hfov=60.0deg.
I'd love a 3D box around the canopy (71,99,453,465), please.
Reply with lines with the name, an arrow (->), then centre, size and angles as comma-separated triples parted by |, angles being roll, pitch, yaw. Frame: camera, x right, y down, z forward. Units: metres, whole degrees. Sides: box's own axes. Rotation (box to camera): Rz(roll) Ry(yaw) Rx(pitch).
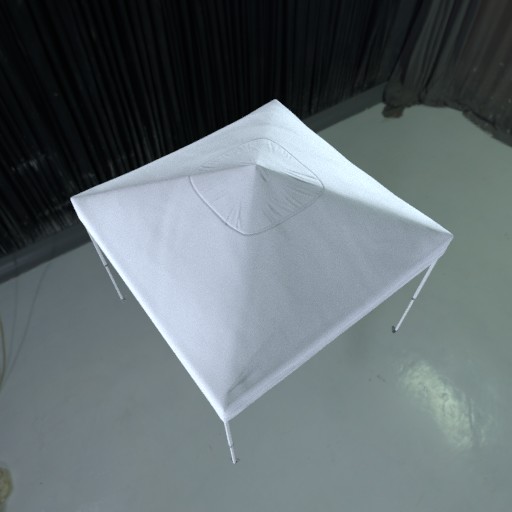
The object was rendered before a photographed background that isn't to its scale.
canopy -> 0.000, 0.000, 5.416 | 2.998, 2.997, 2.996 | -32, 61, -21
